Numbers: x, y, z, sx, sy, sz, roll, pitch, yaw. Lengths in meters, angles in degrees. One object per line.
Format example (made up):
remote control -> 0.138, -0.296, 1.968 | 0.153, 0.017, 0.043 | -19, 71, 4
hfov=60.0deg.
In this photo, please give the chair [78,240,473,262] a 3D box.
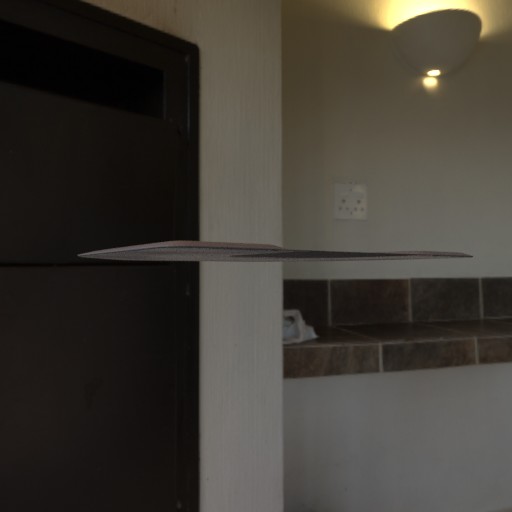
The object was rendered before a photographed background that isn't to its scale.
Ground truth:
chair -> 0.000, 0.000, 1.912 | 1.372, 0.024, 1.219 | 1, -2, -35
